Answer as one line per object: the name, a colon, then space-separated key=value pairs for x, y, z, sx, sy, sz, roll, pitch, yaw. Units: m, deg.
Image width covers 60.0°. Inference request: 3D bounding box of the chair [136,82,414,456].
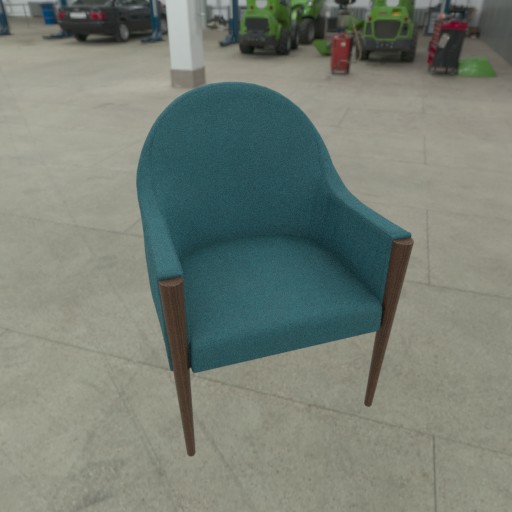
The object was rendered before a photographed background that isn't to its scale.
chair: x=0.000 y=0.000 z=1.361 sx=0.656 sy=0.907 sz=0.652 roll=-9 pitch=33 yaw=-15
